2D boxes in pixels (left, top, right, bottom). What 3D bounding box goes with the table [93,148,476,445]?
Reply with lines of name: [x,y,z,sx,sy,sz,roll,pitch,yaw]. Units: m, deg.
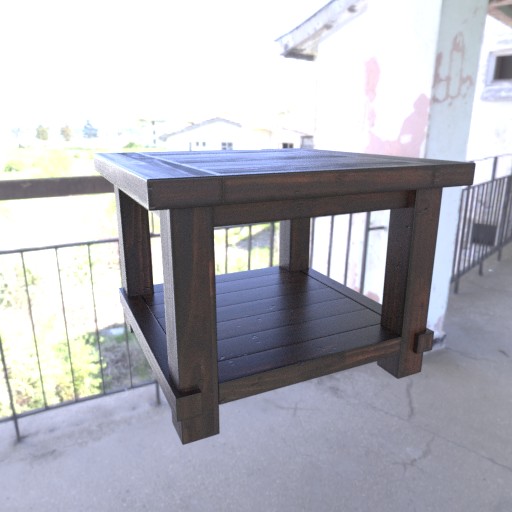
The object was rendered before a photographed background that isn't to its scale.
table: [0.000,0.000,1.002,0.593,0.437,0.606,-8,18,-24]
